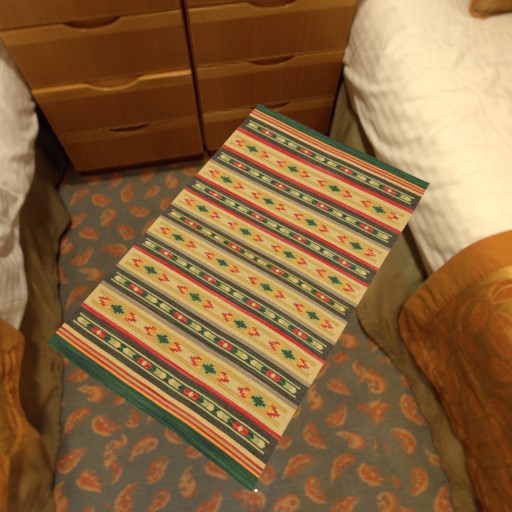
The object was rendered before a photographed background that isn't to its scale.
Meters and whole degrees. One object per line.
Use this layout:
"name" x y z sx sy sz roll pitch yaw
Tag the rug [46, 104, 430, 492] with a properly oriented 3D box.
"rug" 0.000 0.000 3.037 1.520 0.011 2.447 30 66 15
